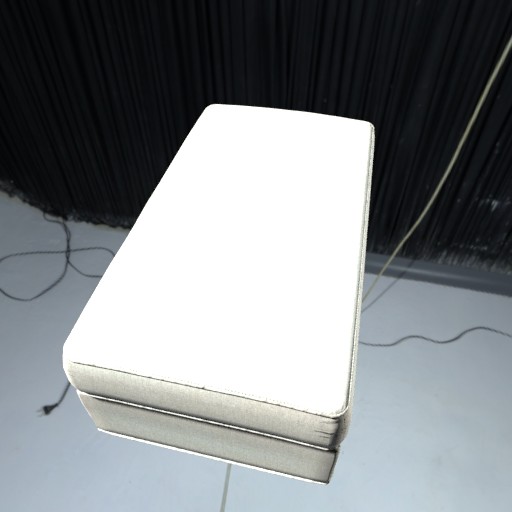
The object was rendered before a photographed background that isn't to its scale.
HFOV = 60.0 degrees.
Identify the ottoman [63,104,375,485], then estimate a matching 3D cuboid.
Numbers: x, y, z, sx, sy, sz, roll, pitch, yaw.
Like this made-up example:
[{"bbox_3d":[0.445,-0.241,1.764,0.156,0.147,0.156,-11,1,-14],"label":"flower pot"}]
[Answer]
[{"bbox_3d":[0.000,0.000,1.348,0.617,0.448,1.097,9,48,9],"label":"ottoman"}]
